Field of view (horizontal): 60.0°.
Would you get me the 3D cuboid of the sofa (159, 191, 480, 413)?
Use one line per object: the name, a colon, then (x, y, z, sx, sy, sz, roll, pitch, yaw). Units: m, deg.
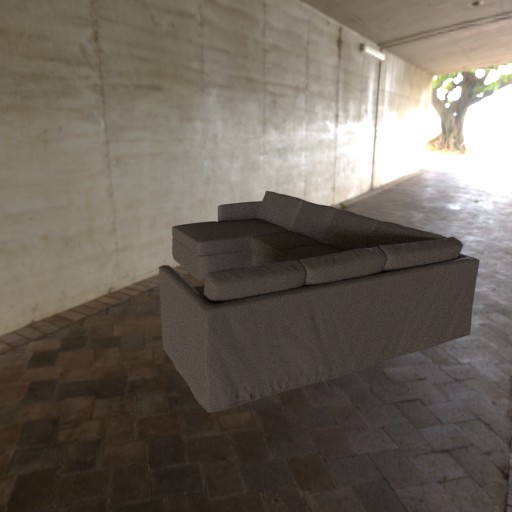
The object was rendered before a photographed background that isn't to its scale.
sofa: (0.000, 0.000, 4.670, 2.476, 0.878, 3.528, -8, 18, -26)
